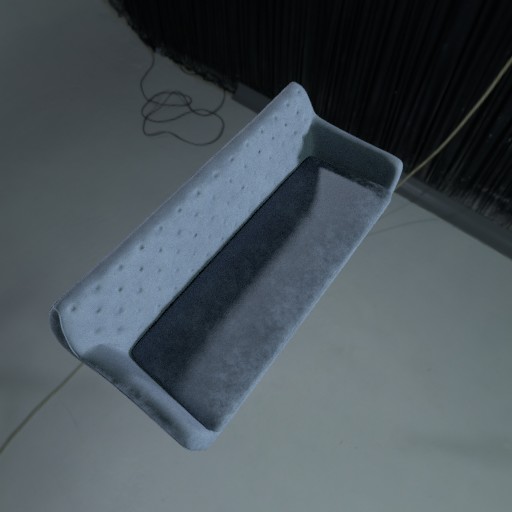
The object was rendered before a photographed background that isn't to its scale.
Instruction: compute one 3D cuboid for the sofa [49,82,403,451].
[{"bbox_3d":[0.000,0.000,2.451,0.841,0.832,1.975,32,64,18],"label":"sofa"}]
